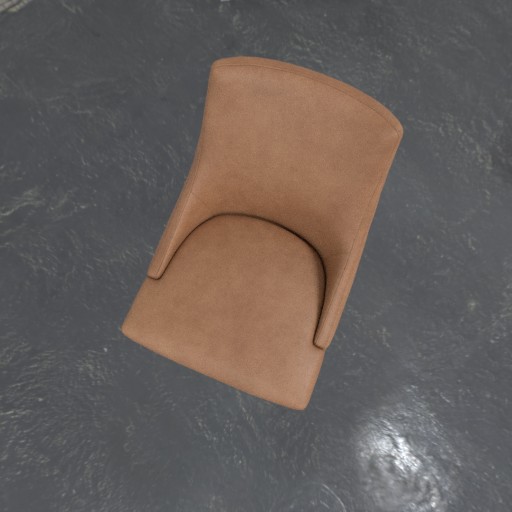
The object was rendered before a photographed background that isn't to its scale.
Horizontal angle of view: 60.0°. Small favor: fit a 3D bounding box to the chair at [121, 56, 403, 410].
[{"bbox_3d":[0.000,0.000,1.516,0.701,0.909,0.861,22,76,6],"label":"chair"}]
